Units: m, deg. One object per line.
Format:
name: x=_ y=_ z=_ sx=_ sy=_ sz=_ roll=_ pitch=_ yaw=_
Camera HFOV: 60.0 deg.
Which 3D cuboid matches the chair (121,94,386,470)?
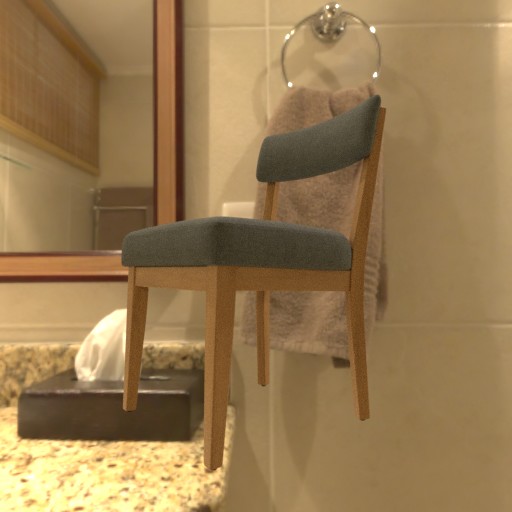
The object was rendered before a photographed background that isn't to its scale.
chair: x=0.000 y=0.000 z=1.183 sx=0.572 sy=0.832 sz=0.508 roll=1 pitch=-2 yaw=-37
